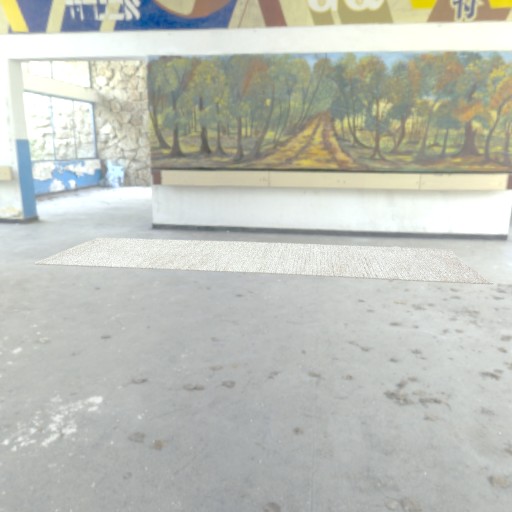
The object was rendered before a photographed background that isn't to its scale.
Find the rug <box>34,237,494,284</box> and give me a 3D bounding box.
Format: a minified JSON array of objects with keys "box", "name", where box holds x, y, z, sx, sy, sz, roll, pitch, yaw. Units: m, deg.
[{"box":[0.000,0.000,2.570,2.346,0.013,0.712,2,14,9],"name":"rug"}]
